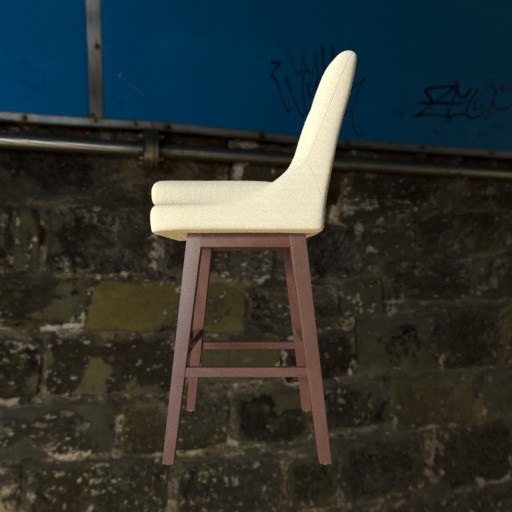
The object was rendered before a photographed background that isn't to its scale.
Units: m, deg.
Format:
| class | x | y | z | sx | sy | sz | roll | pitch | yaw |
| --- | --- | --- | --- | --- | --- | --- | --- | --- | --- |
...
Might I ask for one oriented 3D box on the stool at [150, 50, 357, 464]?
| class | x | y | z | sx | sy | sz | roll | pitch | yaw |
| --- | --- | --- | --- | --- | --- | --- | --- | --- | --- |
| stool | 0.000 | 0.000 | 1.377 | 0.559 | 1.093 | 0.483 | 0 | -1 | 0 |
